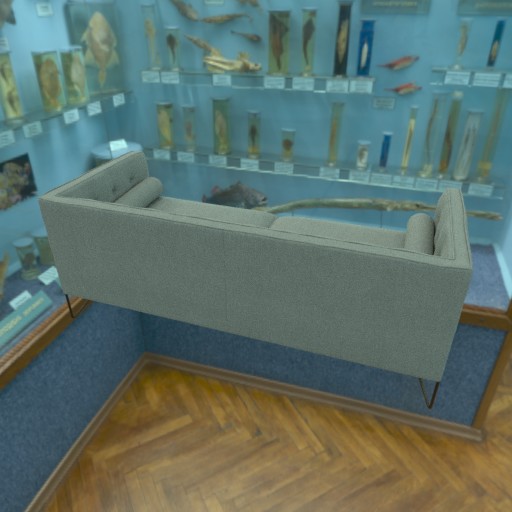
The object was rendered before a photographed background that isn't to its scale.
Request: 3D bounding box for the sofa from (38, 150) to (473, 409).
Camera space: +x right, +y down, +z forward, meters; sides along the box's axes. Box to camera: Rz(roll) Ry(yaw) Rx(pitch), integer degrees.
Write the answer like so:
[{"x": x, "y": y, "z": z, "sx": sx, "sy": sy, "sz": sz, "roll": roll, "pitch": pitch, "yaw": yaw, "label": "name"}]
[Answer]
[{"x": 0.000, "y": 0.000, "z": 2.518, "sx": 2.079, "sy": 0.798, "sz": 0.912, "roll": 10, "pitch": 32, "yaw": 17, "label": "sofa"}]
